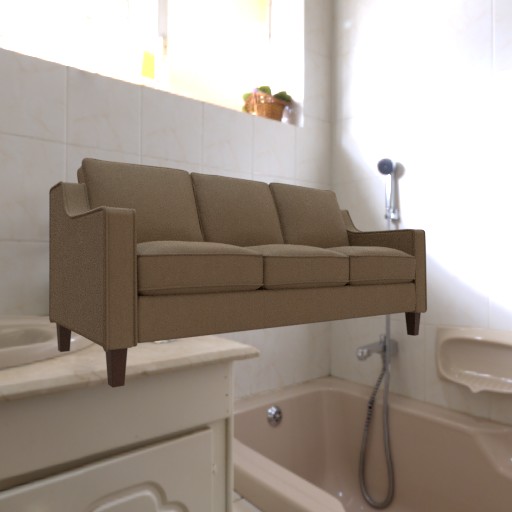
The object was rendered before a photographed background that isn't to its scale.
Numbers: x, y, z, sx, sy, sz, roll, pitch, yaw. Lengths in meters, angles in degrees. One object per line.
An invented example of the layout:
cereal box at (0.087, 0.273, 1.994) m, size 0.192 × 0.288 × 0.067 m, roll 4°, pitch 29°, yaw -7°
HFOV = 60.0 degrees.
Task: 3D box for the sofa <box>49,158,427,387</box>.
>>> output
sofa at (0.000, 0.000, 2.506) m, size 1.986 × 0.974 × 0.911 m, roll 0°, pitch -1°, yaw -37°
